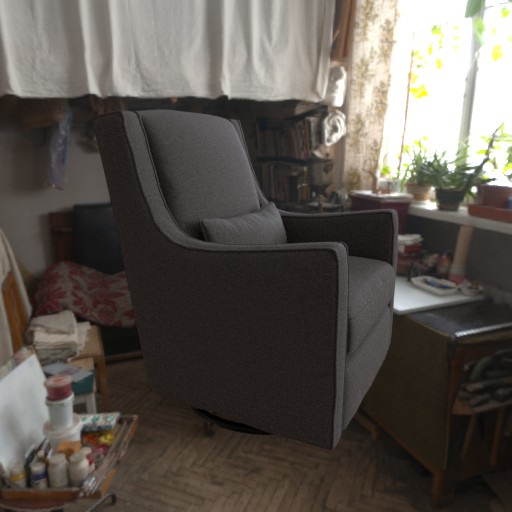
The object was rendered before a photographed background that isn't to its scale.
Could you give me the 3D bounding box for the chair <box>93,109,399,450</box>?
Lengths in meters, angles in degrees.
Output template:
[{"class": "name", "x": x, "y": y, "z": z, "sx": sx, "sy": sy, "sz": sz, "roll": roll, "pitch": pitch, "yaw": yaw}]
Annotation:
[{"class": "chair", "x": 0.000, "y": 0.000, "z": 1.561, "sx": 0.879, "sy": 0.993, "sz": 0.732, "roll": 8, "pitch": 16, "yaw": 27}]
